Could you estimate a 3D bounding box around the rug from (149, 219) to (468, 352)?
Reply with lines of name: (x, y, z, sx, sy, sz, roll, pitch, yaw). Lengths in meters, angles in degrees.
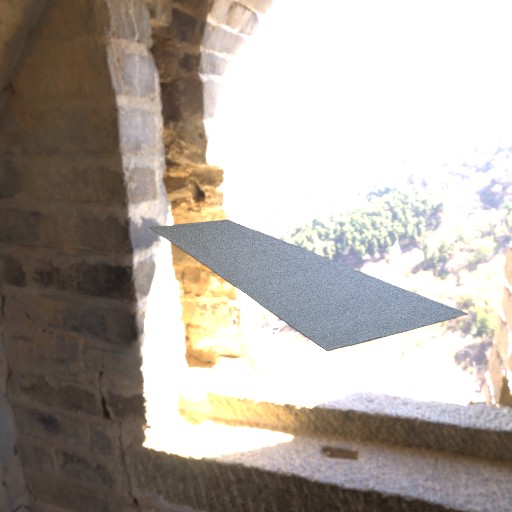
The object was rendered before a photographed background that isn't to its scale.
rug: (0.000, 0.000, 2.594, 0.686, 0.013, 2.340, -8, 17, -26)
